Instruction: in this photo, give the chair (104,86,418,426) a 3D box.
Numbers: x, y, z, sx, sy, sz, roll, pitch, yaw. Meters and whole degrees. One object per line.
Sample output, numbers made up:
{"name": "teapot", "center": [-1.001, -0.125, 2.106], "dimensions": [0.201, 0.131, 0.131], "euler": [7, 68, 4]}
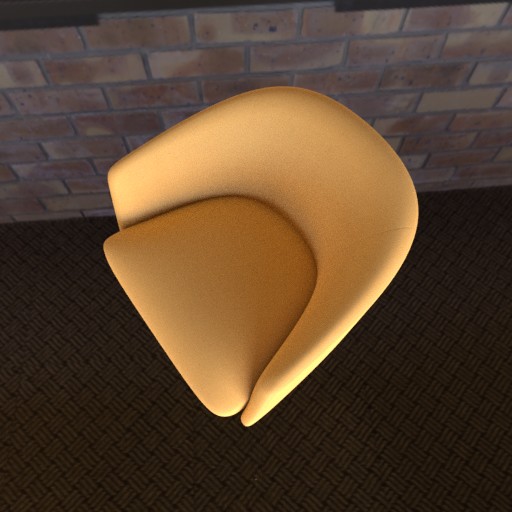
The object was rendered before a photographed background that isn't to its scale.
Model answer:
{"name": "chair", "center": [0.000, 0.000, 1.375], "dimensions": [0.767, 0.698, 0.773], "euler": [-34, 68, -16]}
